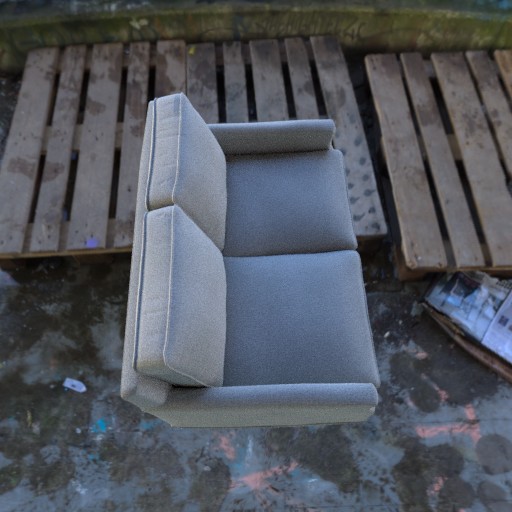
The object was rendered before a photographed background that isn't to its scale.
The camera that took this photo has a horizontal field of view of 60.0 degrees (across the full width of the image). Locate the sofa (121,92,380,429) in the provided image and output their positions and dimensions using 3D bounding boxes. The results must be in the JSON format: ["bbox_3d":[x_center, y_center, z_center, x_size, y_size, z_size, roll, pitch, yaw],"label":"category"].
[{"bbox_3d":[0.000,0.000,2.291,1.084,1.003,1.597,-2,63,-1],"label":"sofa"}]
